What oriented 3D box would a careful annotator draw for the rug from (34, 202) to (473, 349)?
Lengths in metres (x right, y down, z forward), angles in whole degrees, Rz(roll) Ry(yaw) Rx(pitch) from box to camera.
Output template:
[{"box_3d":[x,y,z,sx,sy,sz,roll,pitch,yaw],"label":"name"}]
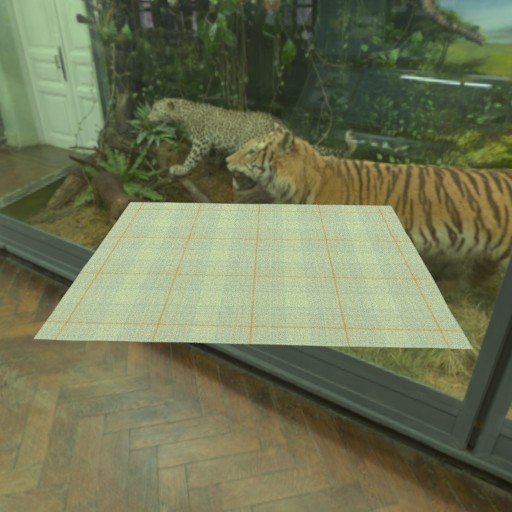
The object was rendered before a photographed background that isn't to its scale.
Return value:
[{"box_3d":[0.000,0.000,4.122,3.051,0.021,2.448,1,30,2],"label":"rug"}]
